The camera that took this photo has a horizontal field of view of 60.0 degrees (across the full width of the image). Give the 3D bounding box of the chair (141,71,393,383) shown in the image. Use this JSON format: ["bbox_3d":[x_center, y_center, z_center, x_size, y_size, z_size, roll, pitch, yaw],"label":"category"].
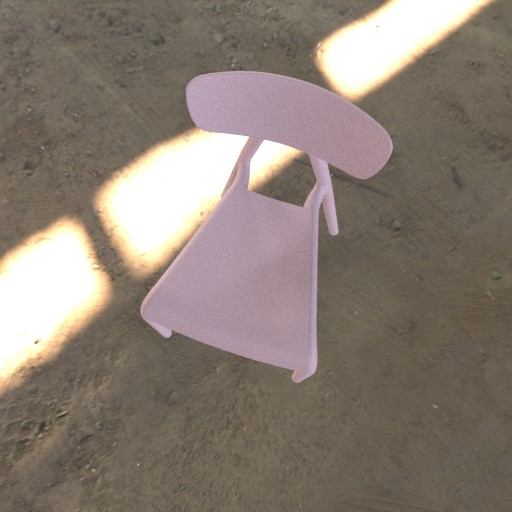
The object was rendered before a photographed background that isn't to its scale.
[{"bbox_3d":[0.000,0.000,0.830,0.356,0.580,0.401,18,78,4],"label":"chair"}]
